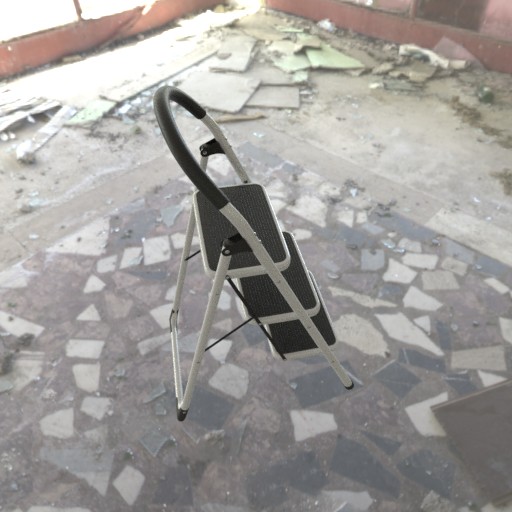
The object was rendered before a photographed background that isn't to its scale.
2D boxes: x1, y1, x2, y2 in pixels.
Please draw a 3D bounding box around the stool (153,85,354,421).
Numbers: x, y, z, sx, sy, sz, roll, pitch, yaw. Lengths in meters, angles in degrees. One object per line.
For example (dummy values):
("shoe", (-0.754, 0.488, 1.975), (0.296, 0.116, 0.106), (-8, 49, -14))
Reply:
("stool", (0.000, 0.000, 1.434), (0.676, 1.109, 0.485), (-8, 45, -8))
